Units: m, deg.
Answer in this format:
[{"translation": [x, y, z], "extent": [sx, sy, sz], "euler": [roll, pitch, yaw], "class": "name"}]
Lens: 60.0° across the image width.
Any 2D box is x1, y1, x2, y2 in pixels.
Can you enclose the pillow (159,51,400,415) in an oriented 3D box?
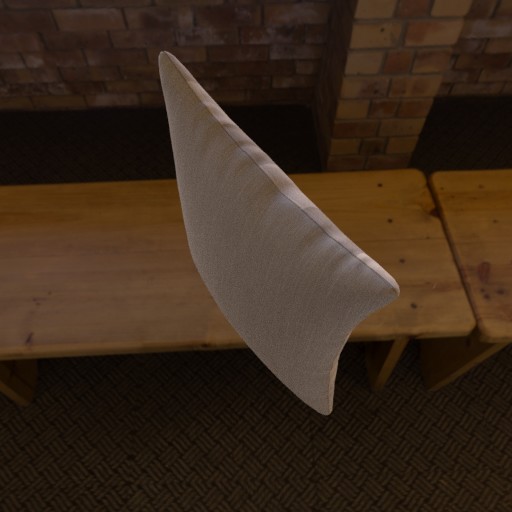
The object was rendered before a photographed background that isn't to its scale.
[{"translation": [0.000, 0.000, 0.776], "extent": [0.161, 0.509, 0.511], "euler": [-30, 62, -18], "class": "pillow"}]
